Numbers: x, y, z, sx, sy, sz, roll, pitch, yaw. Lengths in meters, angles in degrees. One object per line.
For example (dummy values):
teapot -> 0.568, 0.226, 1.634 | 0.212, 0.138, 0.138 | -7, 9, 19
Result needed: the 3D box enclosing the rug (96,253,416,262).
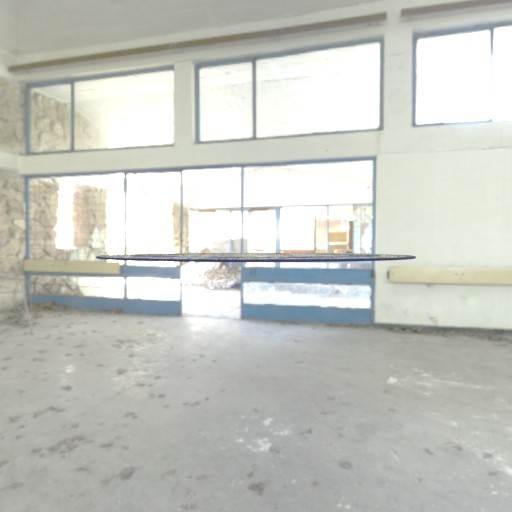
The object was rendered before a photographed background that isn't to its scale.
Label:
rug -> 0.000, 0.000, 3.513 | 2.386, 0.014, 2.386 | 0, 1, 0
